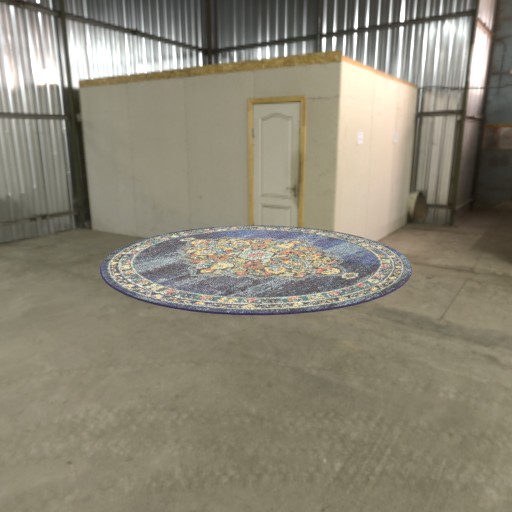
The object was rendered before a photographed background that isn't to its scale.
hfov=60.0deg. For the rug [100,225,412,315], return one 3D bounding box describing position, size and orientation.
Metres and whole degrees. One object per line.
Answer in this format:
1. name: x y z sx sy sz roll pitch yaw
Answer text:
1. rug: 0.000 0.000 3.578 2.386 0.014 2.386 0 16 0
